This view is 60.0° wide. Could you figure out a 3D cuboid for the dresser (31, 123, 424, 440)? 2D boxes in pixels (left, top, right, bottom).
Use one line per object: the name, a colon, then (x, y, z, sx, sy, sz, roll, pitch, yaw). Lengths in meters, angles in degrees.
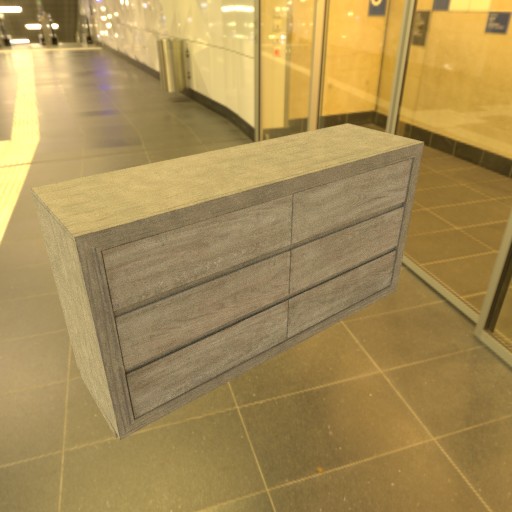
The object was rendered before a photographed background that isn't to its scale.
dresser: (0.000, 0.000, 2.039, 1.628, 0.889, 0.483, -21, 35, -32)
